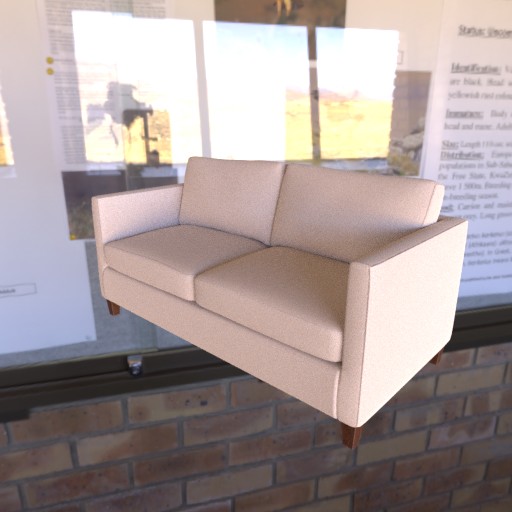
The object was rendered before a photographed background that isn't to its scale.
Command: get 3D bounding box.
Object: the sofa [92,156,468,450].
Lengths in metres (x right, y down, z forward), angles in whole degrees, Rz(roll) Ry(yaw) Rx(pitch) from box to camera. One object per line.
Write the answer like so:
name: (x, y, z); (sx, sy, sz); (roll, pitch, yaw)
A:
sofa: (0.000, 0.000, 2.223); (1.722, 0.888, 0.873); (16, 24, 40)
